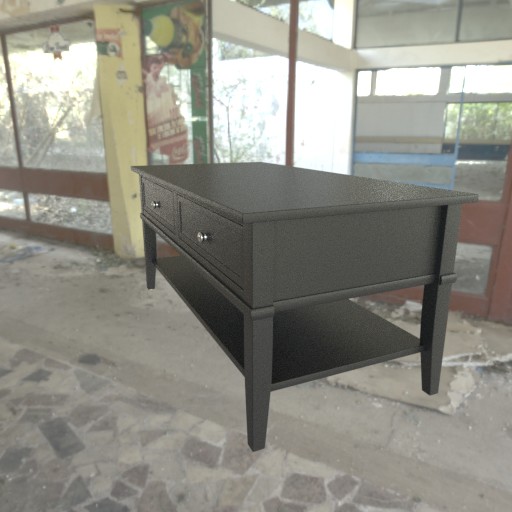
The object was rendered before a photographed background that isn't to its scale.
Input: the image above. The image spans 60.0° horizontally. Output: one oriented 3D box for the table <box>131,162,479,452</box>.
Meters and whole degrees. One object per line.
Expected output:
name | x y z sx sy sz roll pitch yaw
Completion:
table | 0.000 0.000 1.319 0.523 0.470 1.044 -7 17 -24
